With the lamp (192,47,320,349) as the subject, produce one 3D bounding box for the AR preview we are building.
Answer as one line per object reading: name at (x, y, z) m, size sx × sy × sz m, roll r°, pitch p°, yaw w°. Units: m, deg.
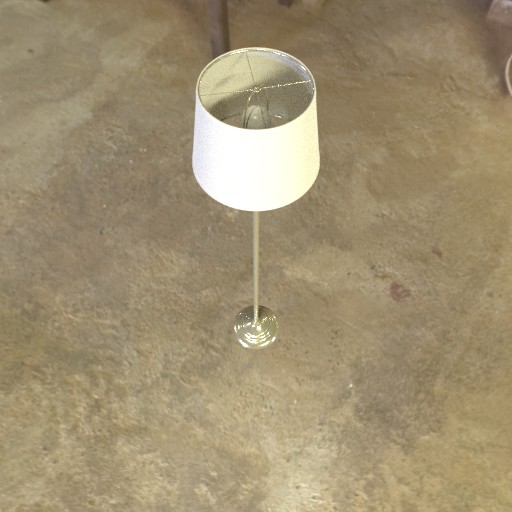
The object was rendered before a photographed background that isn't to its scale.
lamp at (0.000, 0.000, 1.600) m, size 0.327 × 1.506 × 0.327 m, roll 31°, pitch 66°, yaw 16°
